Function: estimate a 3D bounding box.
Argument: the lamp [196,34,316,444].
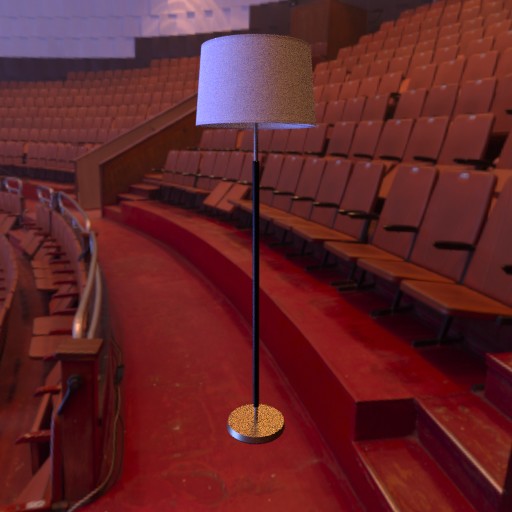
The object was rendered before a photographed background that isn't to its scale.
[{"bbox_3d":[0.000,0.000,1.668,0.420,1.447,0.420,0,13,0],"label":"lamp"}]
